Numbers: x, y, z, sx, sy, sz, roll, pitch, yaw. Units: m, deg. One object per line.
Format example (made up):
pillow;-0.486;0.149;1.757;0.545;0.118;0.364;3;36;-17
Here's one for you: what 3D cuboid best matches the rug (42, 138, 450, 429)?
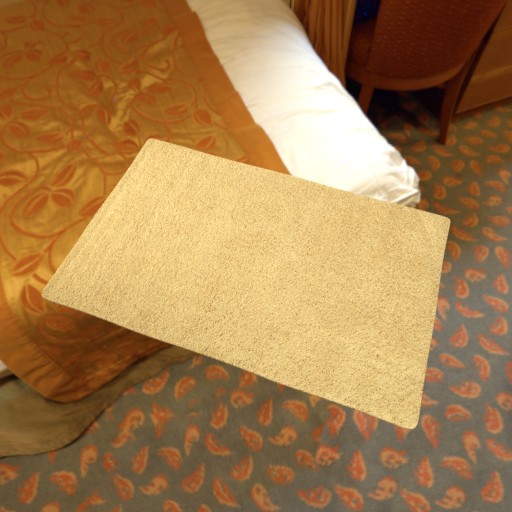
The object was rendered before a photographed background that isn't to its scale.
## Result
rug;0.000;0.000;2.936;2.349;0.025;1.500;17;59;10
